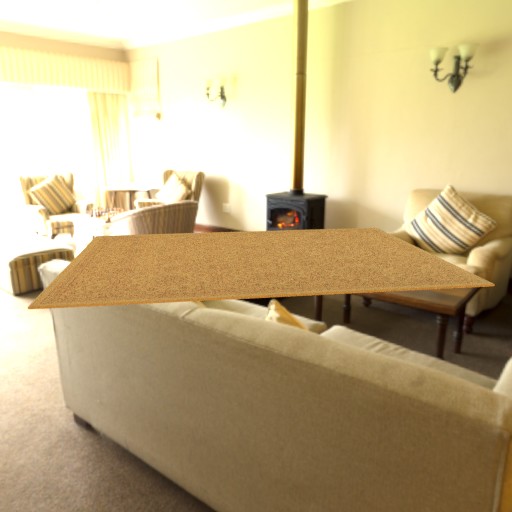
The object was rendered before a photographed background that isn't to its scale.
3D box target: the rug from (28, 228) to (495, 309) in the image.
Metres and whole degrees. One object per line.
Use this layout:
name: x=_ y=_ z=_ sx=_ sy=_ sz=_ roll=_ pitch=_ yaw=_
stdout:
rug: x=0.000 y=0.000 z=2.290 sx=1.829 sy=0.010 sz=1.219 roll=-2 pitch=15 yaw=-8
